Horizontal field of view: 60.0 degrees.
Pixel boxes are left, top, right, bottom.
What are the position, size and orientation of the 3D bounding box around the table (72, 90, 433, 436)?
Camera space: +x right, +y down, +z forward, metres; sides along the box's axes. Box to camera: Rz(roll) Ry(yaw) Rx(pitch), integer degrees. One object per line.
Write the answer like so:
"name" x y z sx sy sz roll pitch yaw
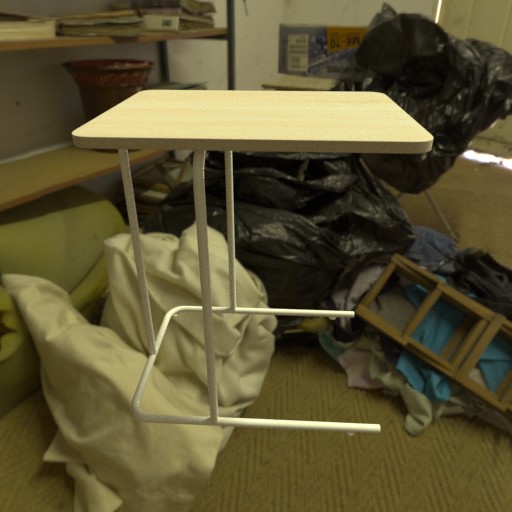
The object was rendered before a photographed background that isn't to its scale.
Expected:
"table" 0.000 0.000 0.860 0.480 0.550 0.370 2 29 3
